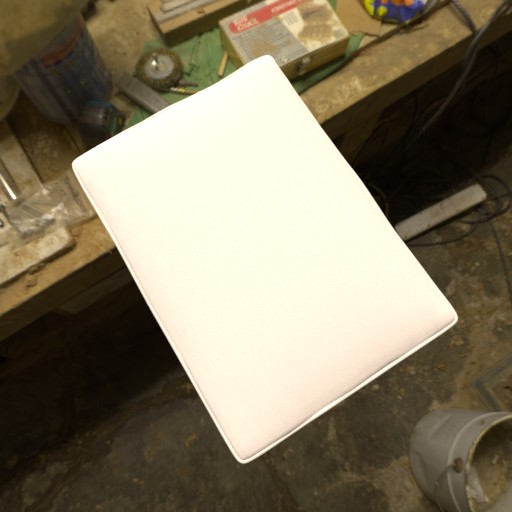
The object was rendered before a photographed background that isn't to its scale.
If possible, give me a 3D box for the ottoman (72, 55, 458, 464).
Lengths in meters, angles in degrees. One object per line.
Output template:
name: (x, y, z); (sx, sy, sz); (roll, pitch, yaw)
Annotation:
ottoman: (0.000, 0.000, 1.328); (0.703, 0.479, 0.944); (-31, 78, -7)
